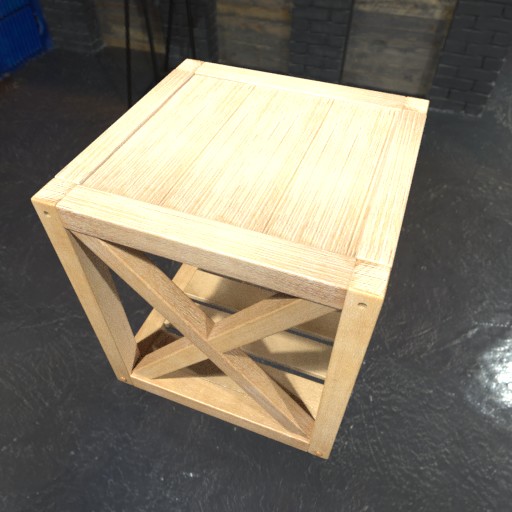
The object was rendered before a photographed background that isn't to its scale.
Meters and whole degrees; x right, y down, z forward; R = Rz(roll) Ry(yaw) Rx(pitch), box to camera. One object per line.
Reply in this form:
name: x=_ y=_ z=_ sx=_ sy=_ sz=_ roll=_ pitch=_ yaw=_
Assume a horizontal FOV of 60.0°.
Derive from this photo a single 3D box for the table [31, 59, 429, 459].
table: x=0.000 y=0.000 z=1.029 sx=0.559 sy=0.610 sz=0.558 roll=16 pitch=49 yaw=14
